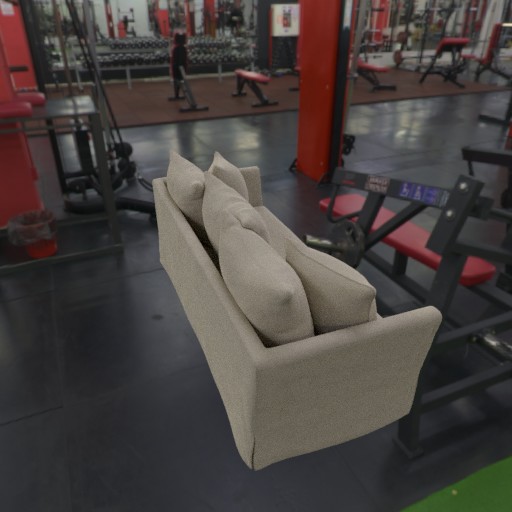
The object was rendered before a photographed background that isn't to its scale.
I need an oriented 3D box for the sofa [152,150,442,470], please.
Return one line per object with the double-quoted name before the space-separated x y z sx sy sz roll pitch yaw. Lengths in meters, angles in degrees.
"sofa" 0.000 0.000 3.119 1.046 1.047 2.499 -11 31 -19
